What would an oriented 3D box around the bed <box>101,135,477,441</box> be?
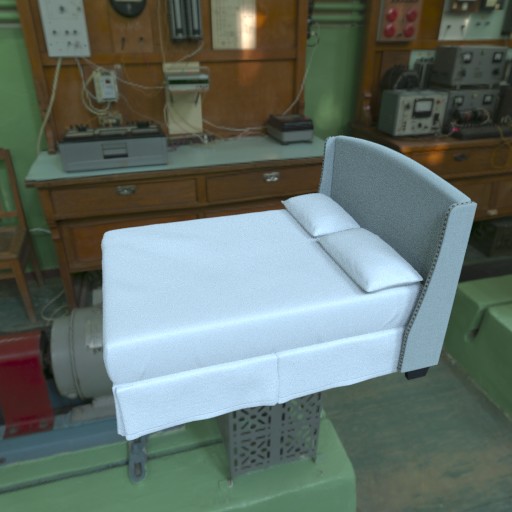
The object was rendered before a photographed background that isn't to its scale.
[{"bbox_3d":[0.000,0.000,3.304,2.237,1.407,1.710,-8,30,-15],"label":"bed"}]
